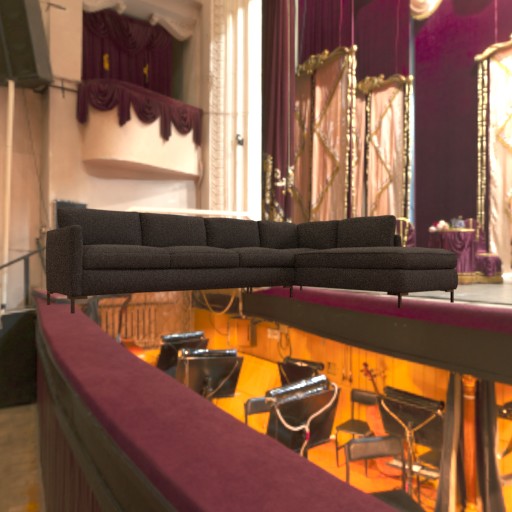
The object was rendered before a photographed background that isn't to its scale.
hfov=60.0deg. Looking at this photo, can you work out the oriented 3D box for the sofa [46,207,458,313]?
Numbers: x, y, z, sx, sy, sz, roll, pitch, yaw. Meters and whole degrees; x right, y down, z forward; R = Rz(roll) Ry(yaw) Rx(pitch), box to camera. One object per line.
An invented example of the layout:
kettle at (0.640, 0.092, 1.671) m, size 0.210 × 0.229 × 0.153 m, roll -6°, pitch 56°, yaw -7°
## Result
sofa at (0.000, 0.000, 3.770) m, size 2.949 × 0.815 × 2.007 m, roll 0°, pitch -1°, yaw -37°
